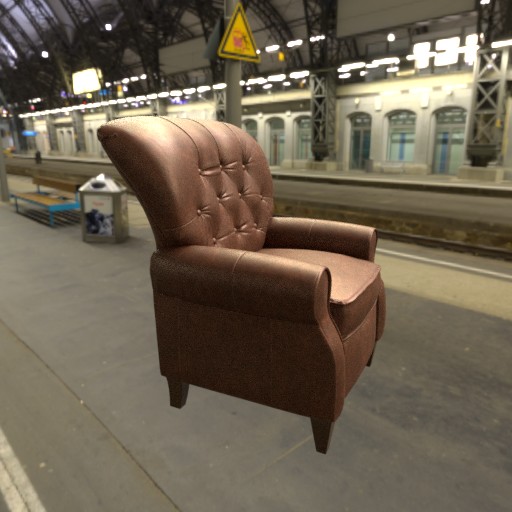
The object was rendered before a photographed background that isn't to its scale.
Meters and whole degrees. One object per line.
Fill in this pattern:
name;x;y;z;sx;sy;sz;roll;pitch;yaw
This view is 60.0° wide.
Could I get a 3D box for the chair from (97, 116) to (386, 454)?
chair;0.000;0.000;1.916;1.031;1.162;0.979;7;16;26
